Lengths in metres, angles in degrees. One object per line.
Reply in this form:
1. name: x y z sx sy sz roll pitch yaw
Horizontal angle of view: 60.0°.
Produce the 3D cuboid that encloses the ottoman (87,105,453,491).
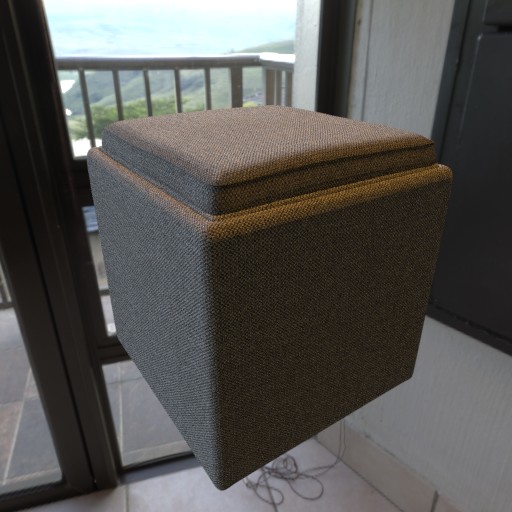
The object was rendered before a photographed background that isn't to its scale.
1. ottoman: 0.000 0.000 0.810 0.436 0.487 0.454 -17 31 -30
